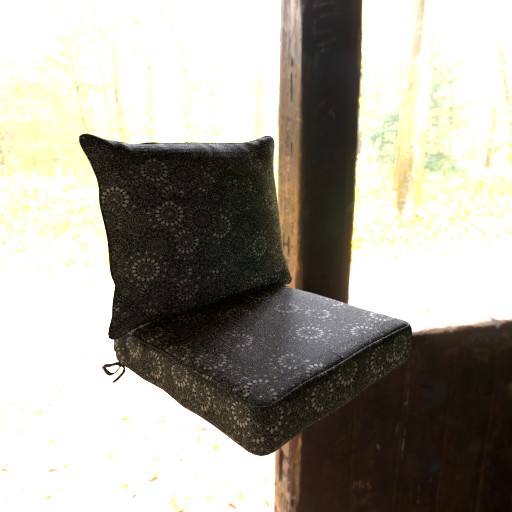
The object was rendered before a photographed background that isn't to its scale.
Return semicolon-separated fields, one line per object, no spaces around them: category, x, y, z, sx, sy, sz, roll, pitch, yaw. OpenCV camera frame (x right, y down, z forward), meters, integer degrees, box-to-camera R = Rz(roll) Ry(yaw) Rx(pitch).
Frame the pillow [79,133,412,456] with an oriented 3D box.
pillow;0.000;0.000;1.342;0.798;0.722;0.740;-13;19;-43
